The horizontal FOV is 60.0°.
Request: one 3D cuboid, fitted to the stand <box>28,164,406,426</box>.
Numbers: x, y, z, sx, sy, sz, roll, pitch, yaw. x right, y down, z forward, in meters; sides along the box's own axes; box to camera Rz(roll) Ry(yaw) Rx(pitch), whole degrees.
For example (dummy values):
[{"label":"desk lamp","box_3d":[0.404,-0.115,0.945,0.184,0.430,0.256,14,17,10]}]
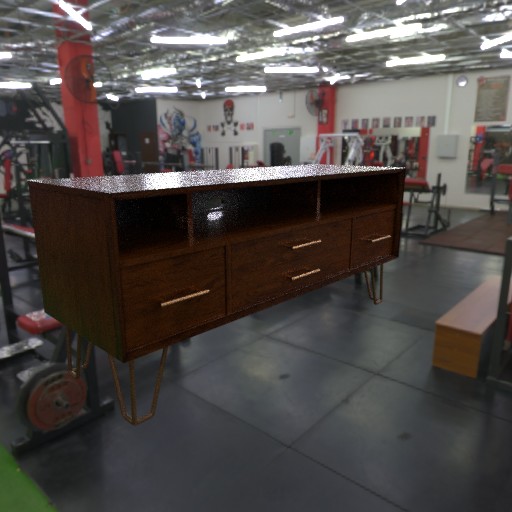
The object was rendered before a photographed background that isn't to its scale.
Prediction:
[{"label":"stand","box_3d":[0.000,0.000,1.652,0.481,0.610,1.372,13,20,42]}]
